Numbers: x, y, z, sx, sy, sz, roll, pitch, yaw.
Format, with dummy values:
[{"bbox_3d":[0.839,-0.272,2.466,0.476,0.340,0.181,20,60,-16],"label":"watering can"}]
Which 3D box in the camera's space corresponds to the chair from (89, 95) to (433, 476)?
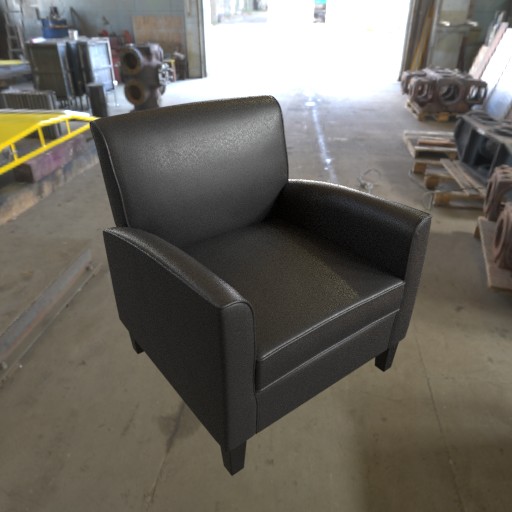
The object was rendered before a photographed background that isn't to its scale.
[{"bbox_3d":[0.000,0.000,1.547,0.820,0.916,0.819,-21,36,-32],"label":"chair"}]
